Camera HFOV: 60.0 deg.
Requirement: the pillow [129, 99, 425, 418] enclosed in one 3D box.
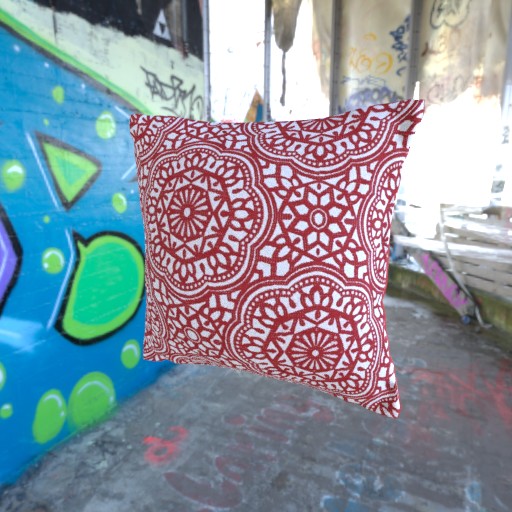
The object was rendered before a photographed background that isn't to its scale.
[{"bbox_3d":[0.000,0.000,0.654,0.438,0.419,0.162,6,14,24],"label":"pillow"}]
